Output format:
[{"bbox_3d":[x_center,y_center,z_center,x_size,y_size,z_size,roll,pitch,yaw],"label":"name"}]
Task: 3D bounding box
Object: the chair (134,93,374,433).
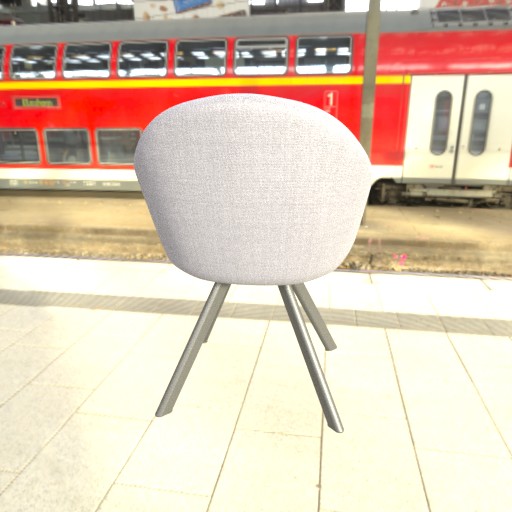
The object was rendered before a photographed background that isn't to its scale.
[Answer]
[{"bbox_3d":[0.000,0.000,1.192,0.590,0.795,0.550,2,17,7],"label":"chair"}]
